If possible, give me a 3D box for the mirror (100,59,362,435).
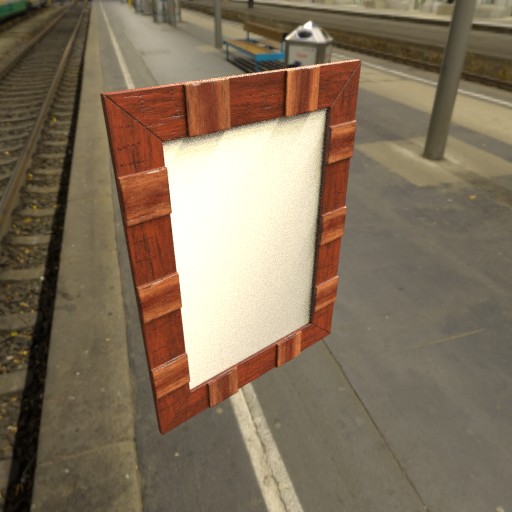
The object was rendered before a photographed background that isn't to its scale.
[{"bbox_3d":[0.000,0.000,1.046,0.600,0.805,0.021,-23,38,-32],"label":"mirror"}]
